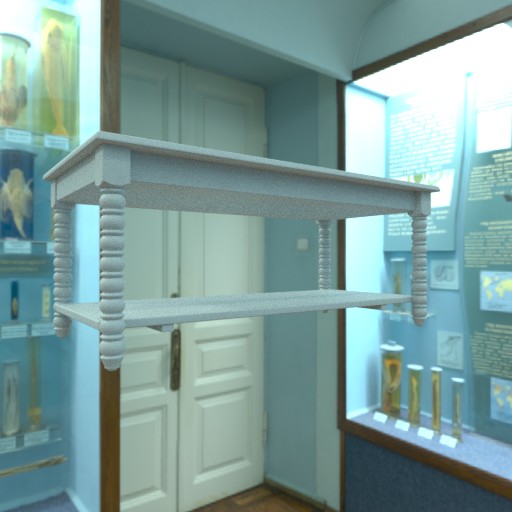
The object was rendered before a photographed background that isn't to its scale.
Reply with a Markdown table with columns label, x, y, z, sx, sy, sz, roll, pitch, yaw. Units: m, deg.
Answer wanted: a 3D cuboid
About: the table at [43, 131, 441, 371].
| label | x | y | z | sx | sy | sz | roll | pitch | yaw |
| --- | --- | --- | --- | --- | --- | --- | --- | --- | --- |
| table | 0.000 | 0.000 | 1.437 | 1.171 | 0.487 | 0.580 | 0 | -1 | -35 |
